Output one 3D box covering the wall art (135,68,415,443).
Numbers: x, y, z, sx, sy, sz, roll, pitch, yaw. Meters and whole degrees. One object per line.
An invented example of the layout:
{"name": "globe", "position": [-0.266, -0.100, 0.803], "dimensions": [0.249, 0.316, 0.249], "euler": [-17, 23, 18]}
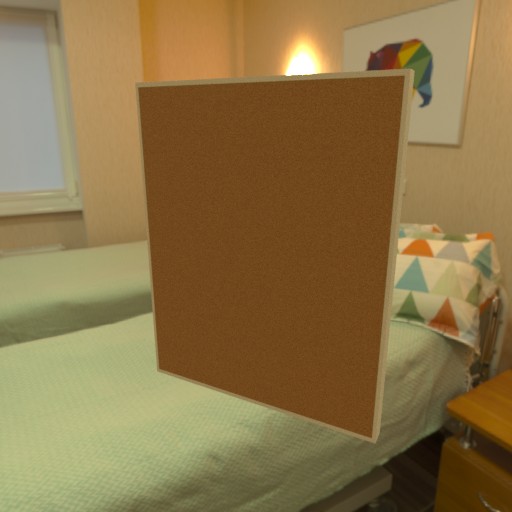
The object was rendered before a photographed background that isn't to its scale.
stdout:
{"name": "wall art", "position": [0.000, 0.000, 0.732], "dimensions": [0.443, 0.549, 0.030], "euler": [9, 19, 27]}
